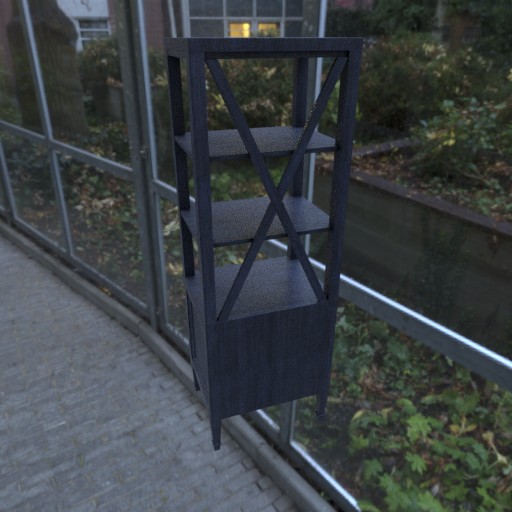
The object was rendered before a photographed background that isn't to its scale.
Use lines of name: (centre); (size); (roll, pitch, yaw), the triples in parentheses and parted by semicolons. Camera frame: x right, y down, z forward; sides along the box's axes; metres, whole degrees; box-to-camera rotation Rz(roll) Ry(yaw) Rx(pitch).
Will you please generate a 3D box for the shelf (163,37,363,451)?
shelf: (0.000, 0.000, 1.954); (0.584, 1.727, 0.472); (-9, 28, -17)
